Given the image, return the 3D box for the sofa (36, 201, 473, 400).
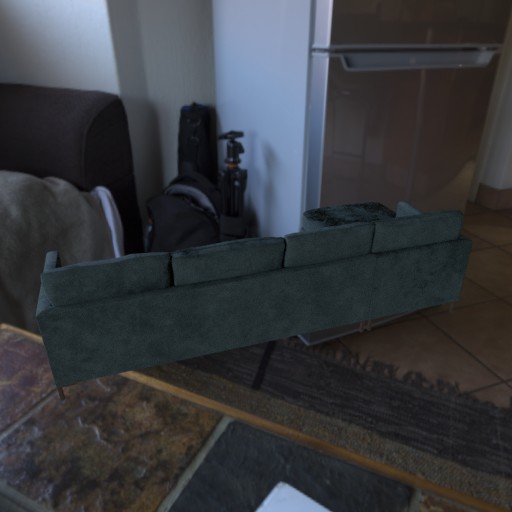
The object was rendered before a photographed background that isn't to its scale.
[{"bbox_3d":[0.000,0.000,3.956,3.400,0.967,1.500,-9,29,-16],"label":"sofa"}]
